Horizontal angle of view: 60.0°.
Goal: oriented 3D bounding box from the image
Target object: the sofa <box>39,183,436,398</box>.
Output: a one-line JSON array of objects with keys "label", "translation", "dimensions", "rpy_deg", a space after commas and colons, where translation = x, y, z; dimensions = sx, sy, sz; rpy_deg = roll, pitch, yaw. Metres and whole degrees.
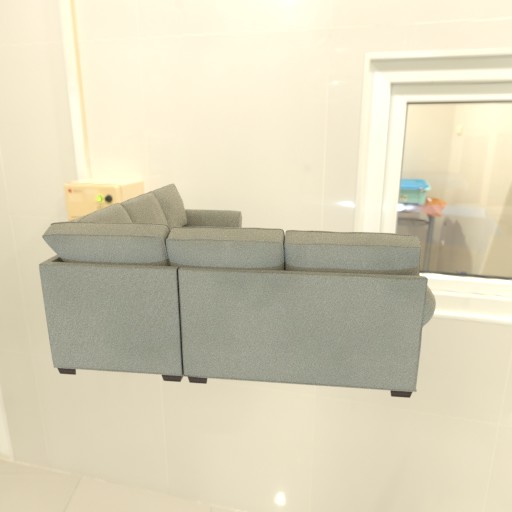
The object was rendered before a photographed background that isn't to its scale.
[{"label": "sofa", "translation": [0.000, 0.000, 3.964], "dimensions": [2.487, 1.053, 2.562], "rpy_deg": [2, 16, 7]}]
